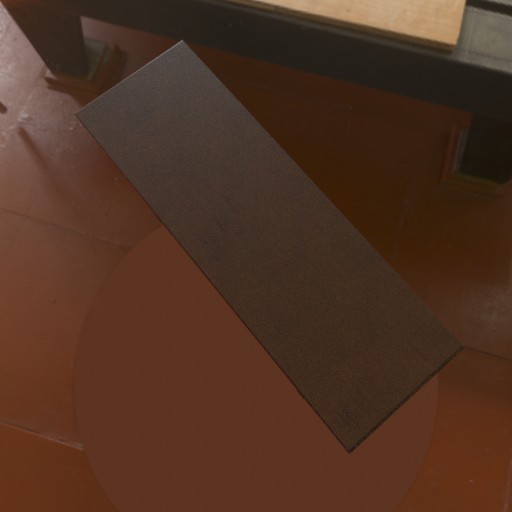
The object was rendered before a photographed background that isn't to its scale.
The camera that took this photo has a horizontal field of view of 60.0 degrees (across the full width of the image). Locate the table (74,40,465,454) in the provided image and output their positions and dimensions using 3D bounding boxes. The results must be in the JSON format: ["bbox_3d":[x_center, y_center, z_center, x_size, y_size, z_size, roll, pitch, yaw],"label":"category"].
[{"bbox_3d":[0.000,0.000,1.577,0.399,0.763,1.197,-39,79,-9],"label":"table"}]
